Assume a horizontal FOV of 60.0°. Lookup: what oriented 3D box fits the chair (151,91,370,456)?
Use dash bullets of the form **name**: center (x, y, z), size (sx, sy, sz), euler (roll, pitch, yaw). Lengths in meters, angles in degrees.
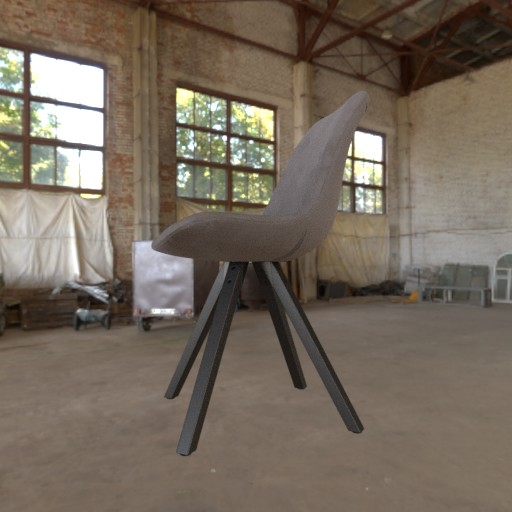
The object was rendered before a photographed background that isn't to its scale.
- **chair**: center (0.000, 0.000, 1.197), size (0.550, 0.850, 0.476), euler (0, 0, -15)
